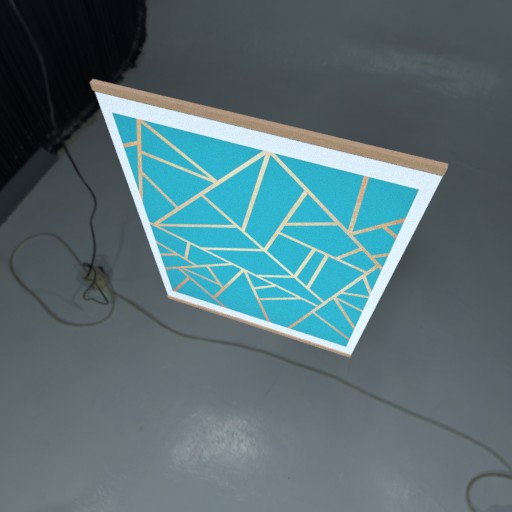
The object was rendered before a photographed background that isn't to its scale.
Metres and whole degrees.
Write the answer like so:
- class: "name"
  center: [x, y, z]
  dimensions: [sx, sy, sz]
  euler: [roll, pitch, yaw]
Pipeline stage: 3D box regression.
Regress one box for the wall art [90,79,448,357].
- class: "wall art"
  center: [0.000, 0.000, 1.323]
  dimensions: [0.758, 1.016, 0.013]
  euler: [17, 59, 10]
